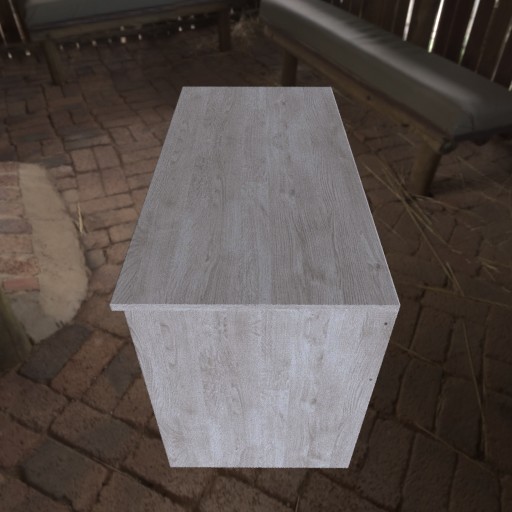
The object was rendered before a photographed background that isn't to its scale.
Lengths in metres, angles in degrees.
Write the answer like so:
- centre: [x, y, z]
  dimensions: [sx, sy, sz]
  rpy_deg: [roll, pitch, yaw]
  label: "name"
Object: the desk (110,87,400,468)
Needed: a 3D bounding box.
- centre: [0.000, 0.000, 1.505]
  dimensions: [0.560, 0.730, 1.100]
  rpy_deg: [0, 42, 0]
  label: "desk"
